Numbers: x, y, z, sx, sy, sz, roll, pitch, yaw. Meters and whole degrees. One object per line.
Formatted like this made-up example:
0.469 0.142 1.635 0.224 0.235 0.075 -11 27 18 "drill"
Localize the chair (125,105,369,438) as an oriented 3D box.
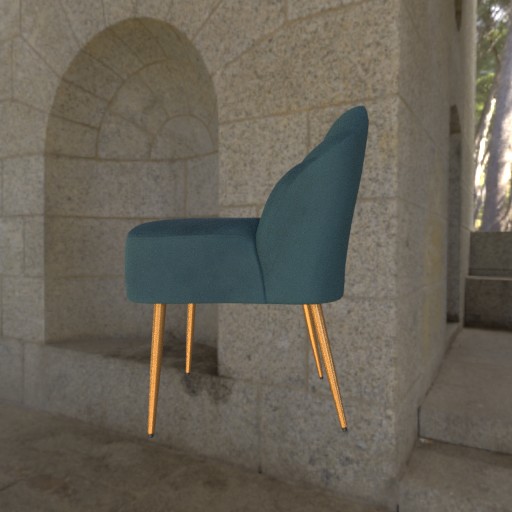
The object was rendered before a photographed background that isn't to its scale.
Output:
0.000 0.000 1.249 0.599 0.819 0.657 0 1 1 "chair"
